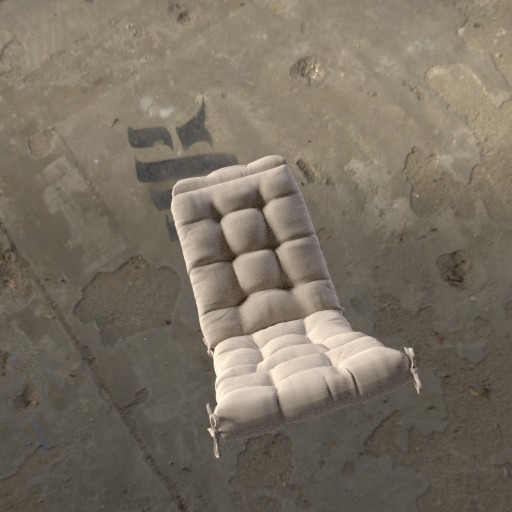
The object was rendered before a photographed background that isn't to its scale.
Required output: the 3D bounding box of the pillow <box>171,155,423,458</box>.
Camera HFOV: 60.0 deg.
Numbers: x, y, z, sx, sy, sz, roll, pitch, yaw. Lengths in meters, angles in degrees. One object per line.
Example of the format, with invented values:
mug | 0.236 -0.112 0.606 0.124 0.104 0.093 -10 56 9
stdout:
pillow | 0.000 0.000 1.497 0.526 0.863 1.016 -16 78 -4
